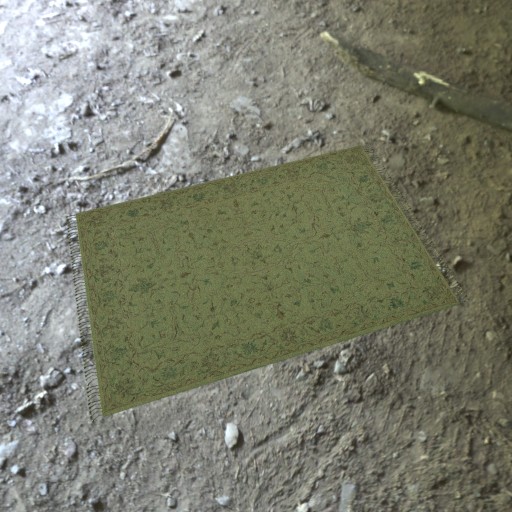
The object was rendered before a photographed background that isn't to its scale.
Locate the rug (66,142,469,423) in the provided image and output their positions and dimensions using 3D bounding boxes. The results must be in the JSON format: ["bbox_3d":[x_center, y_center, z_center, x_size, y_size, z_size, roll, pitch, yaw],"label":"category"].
[{"bbox_3d":[0.000,0.000,3.055,2.435,0.010,1.544,-15,59,-9],"label":"rug"}]
